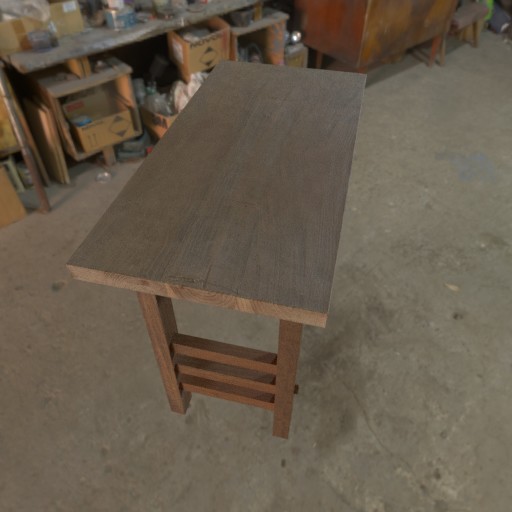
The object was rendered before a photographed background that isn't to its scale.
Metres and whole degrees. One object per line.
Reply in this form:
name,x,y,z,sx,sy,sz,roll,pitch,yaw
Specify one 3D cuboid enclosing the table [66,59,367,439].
table,0.000,0.000,1.596,0.556,0.914,1.119,10,46,10
